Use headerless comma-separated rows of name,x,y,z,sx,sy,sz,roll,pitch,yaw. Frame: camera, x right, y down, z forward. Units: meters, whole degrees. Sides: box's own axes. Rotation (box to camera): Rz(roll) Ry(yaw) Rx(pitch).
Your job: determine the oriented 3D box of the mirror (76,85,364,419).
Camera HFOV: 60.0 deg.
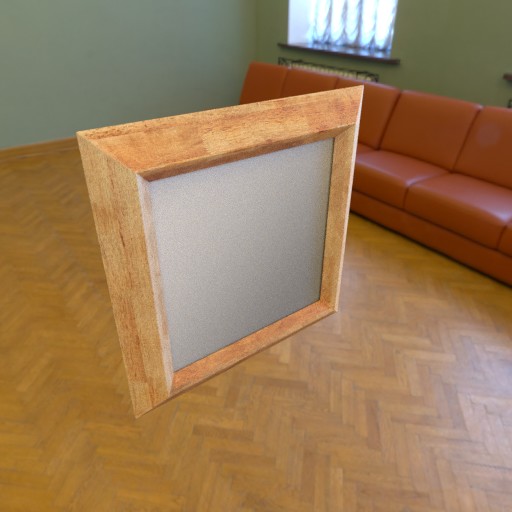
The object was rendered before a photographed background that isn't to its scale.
mirror,0.000,0.000,0.993,0.651,0.651,0.047,-21,37,-31
